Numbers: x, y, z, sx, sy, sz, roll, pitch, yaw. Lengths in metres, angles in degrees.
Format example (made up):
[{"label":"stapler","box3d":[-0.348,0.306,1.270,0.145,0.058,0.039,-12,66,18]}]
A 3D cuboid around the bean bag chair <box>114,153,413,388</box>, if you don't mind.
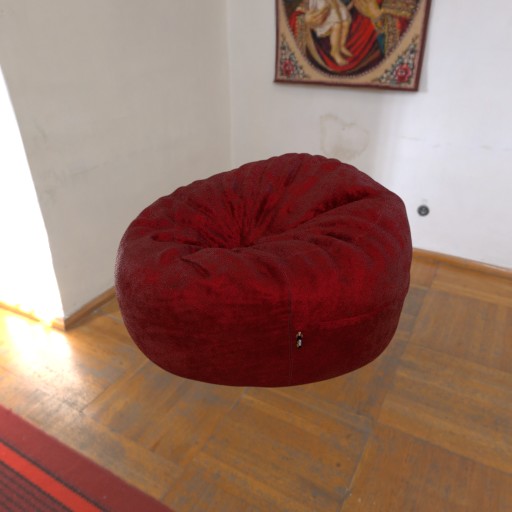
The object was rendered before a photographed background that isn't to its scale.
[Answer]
[{"label":"bean bag chair","box3d":[0.000,0.000,2.456,1.524,0.878,1.524,-8,31,-13]}]
